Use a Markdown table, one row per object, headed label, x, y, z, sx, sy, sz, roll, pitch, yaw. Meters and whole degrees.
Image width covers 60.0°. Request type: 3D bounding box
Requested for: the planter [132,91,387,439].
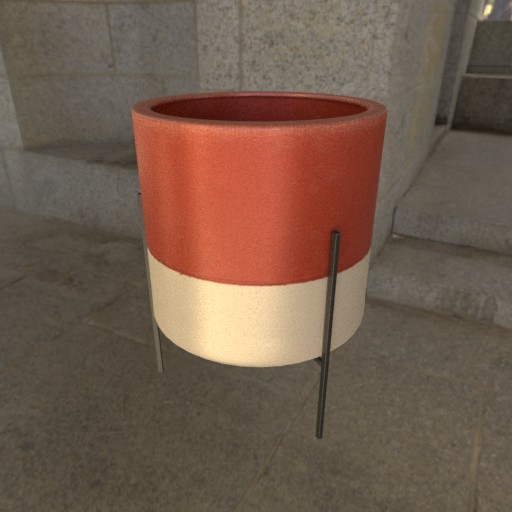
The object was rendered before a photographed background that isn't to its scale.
| label | x | y | z | sx | sy | sz | roll | pitch | yaw |
| --- | --- | --- | --- | --- | --- | --- | --- | --- | --- |
| planter | 0.000 | 0.000 | 0.710 | 0.354 | 0.465 | 0.345 | 0 | 26 | -1 |
